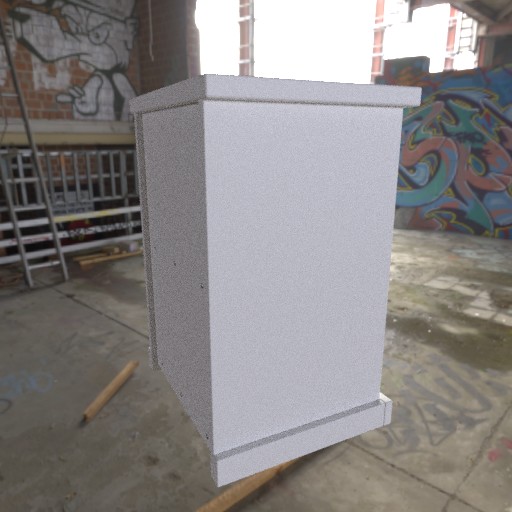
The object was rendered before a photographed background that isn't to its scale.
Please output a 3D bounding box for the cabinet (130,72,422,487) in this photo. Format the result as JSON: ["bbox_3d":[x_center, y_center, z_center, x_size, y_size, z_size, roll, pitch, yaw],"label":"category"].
[{"bbox_3d":[0.000,0.000,1.047,0.431,0.723,0.520,-8,17,-26],"label":"cabinet"}]
